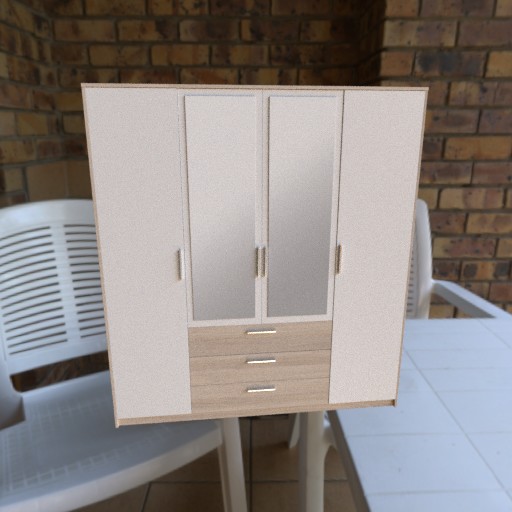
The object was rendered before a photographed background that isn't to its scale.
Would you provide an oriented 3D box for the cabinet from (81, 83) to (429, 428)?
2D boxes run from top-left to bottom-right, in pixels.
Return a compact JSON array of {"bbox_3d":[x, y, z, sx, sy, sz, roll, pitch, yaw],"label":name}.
[{"bbox_3d":[0.000,0.000,2.930,1.870,2.060,0.620,-2,16,-6],"label":"cabinet"}]
